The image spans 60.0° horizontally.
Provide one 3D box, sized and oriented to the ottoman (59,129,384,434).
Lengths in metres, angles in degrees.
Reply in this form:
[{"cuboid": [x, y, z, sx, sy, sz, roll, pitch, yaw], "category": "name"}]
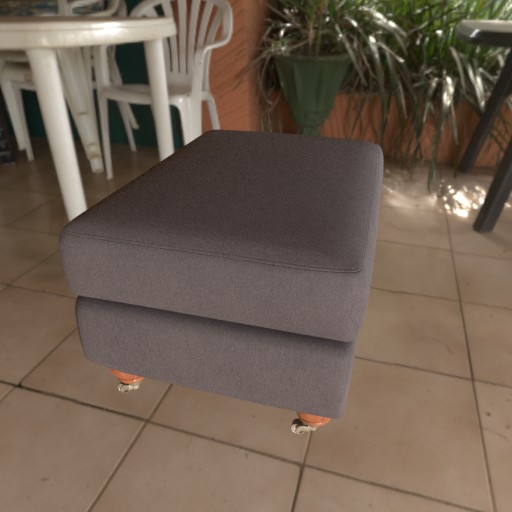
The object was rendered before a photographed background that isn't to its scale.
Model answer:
[{"cuboid": [0.000, 0.000, 1.136, 0.574, 0.497, 0.773, 8, 31, 14], "category": "ottoman"}]
